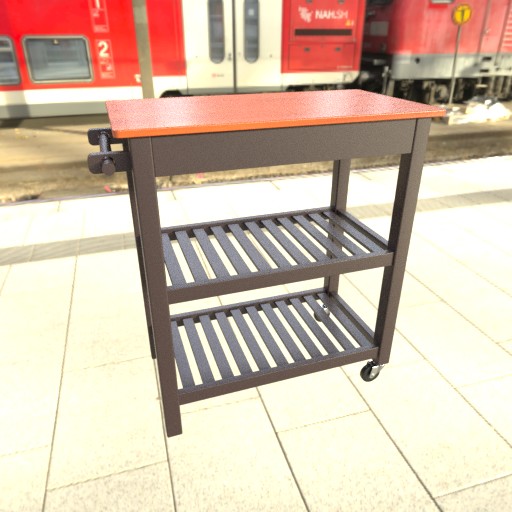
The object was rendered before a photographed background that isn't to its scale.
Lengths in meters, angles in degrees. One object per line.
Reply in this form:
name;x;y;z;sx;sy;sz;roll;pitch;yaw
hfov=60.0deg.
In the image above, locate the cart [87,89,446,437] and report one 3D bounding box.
cart;0.000;0.000;1.425;0.899;0.927;0.457;-9;28;-17
